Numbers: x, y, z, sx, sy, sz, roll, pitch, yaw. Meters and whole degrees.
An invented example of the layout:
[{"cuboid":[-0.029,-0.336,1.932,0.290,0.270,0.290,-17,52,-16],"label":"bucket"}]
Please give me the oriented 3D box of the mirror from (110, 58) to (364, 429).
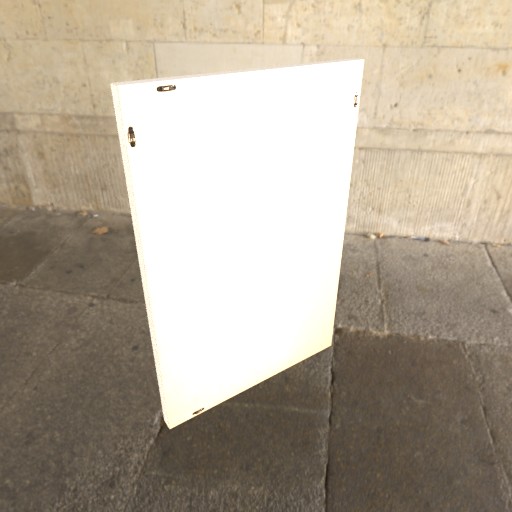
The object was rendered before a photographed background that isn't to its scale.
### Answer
[{"cuboid":[0.000,0.000,1.168,0.609,0.915,0.041,-19,36,-29],"label":"mirror"}]
